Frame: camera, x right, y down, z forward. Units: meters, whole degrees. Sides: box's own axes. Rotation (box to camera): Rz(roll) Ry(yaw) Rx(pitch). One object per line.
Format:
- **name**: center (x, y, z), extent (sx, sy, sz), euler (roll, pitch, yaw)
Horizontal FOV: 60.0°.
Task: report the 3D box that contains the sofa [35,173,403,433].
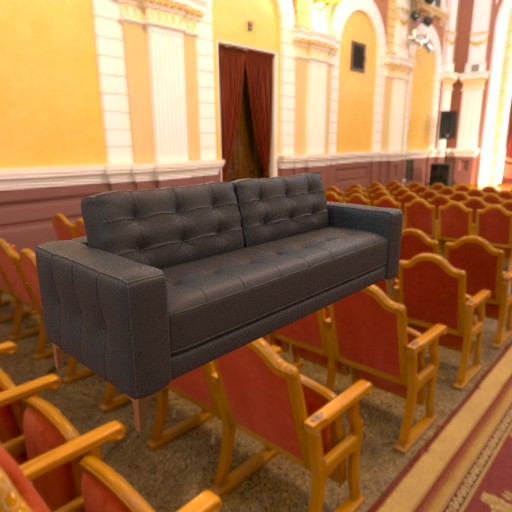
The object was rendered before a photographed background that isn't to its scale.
- **sofa**: center (0.000, 0.000, 2.681), extent (0.833, 0.893, 2.275), euler (13, 20, 41)
